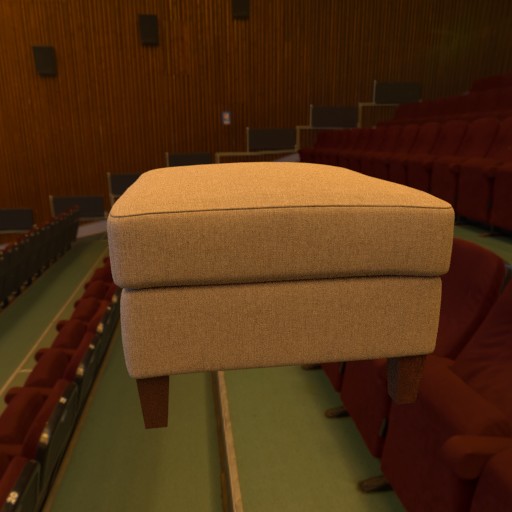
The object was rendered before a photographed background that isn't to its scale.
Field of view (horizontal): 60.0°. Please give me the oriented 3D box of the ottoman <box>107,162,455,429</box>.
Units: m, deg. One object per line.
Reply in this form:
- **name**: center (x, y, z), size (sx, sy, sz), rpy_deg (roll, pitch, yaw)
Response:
- **ottoman**: center (0.000, 0.000, 1.273), size (0.677, 0.519, 0.898), rpy_deg (-2, 16, -9)
